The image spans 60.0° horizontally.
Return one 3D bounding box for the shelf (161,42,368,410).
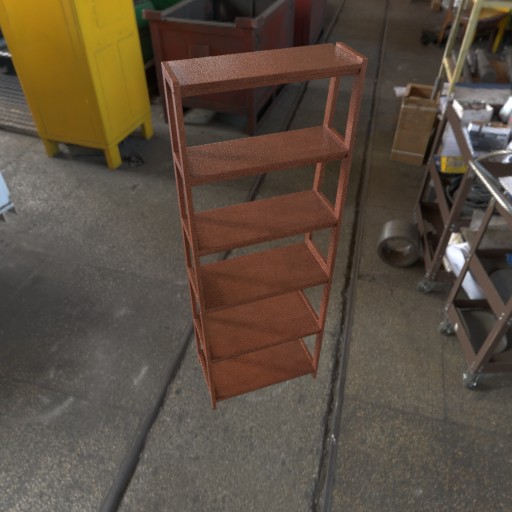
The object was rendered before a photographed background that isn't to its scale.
[{"bbox_3d":[0.000,0.000,2.157,0.660,1.892,0.382,-13,43,-14],"label":"shelf"}]
